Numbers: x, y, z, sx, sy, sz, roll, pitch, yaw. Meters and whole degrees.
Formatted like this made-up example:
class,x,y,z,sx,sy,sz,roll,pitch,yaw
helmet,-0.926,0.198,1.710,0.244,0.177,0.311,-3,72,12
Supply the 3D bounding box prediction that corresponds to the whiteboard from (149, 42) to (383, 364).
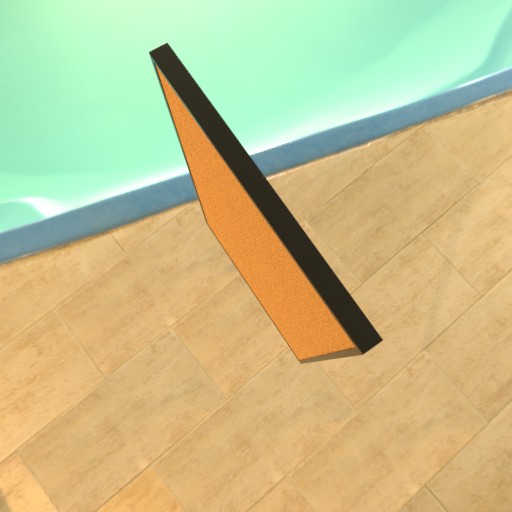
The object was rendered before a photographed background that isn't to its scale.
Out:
class,x,y,z,sx,sy,sz,roll,pitch,yaw
whiteboard,0.000,0.000,0.761,0.026,0.611,0.406,-33,78,-8
